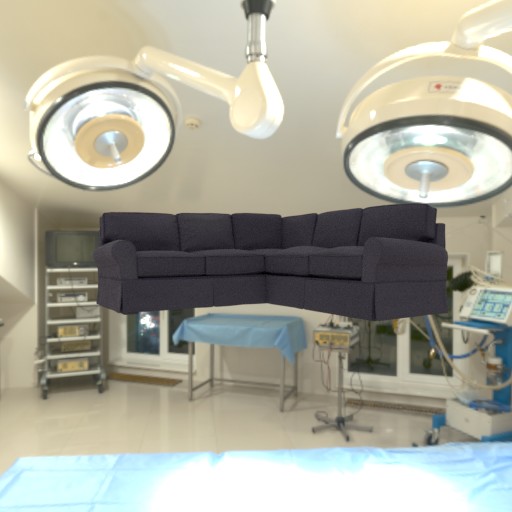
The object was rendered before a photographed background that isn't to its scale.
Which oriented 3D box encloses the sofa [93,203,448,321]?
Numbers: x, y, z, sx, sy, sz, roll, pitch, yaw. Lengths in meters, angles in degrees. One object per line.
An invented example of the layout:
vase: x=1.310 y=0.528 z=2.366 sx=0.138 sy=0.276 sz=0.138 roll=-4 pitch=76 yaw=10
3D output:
sofa: x=0.000 y=0.000 z=5.212 sx=3.773 sy=1.169 sz=2.874 roll=0 pitch=0 yaw=-1
